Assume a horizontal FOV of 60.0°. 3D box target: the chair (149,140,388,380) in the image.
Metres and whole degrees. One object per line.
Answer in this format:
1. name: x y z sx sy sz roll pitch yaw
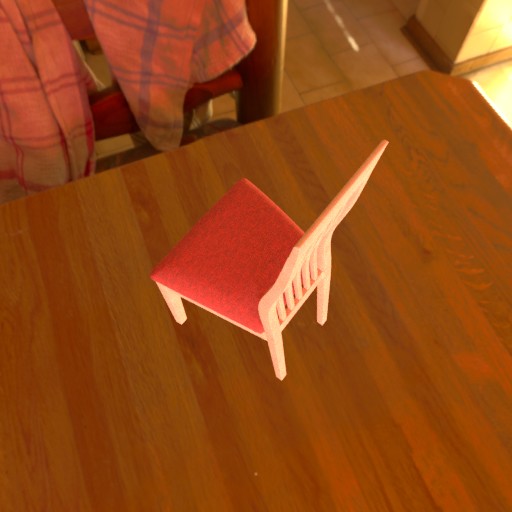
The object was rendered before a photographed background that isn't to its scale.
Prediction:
1. chair: 0.000 0.000 1.299 0.474 1.027 0.460 35 69 16
